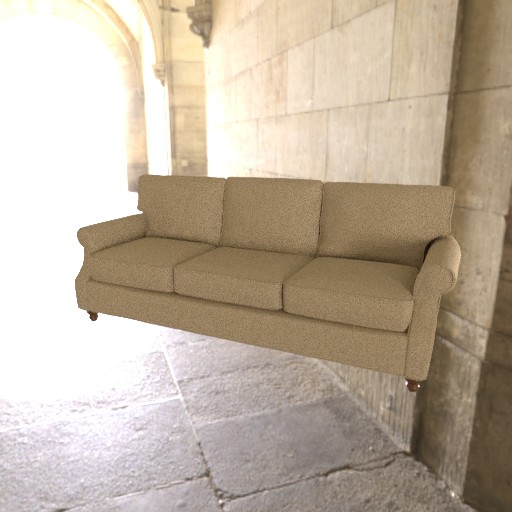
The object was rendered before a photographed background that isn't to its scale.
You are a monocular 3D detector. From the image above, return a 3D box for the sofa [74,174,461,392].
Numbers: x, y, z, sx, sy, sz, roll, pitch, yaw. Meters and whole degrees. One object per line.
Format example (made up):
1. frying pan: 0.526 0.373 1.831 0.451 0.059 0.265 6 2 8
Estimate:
1. sofa: 0.000 0.000 2.816 2.354 0.948 0.966 7 16 24
